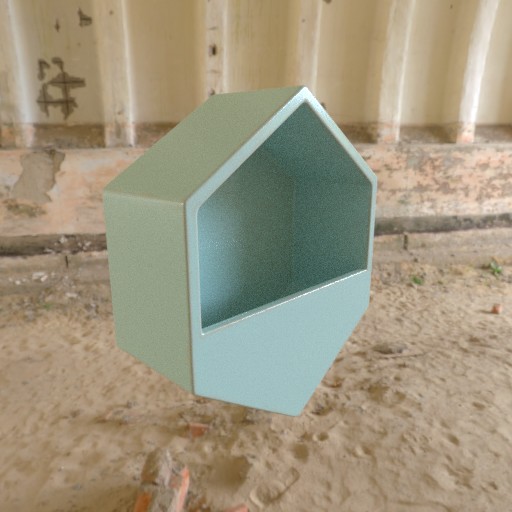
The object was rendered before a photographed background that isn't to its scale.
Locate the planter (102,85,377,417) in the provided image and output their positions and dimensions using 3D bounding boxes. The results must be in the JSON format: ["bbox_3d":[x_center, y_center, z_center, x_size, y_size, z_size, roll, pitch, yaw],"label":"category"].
[{"bbox_3d":[0.000,0.000,0.293,0.078,0.207,0.169,14,21,42],"label":"planter"}]
